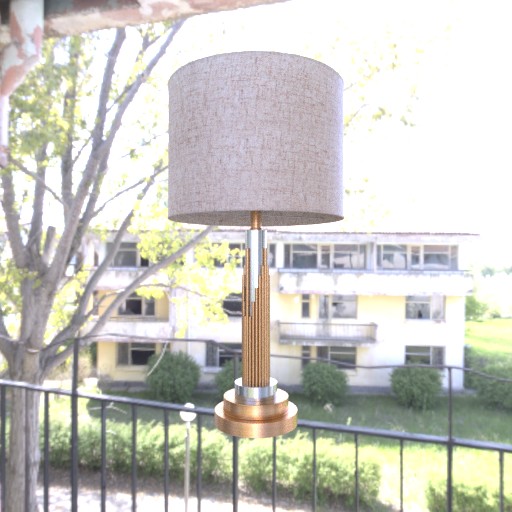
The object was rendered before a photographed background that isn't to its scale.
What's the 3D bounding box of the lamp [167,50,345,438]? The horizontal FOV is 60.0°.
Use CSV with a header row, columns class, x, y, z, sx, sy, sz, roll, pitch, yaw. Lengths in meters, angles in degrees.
class,x,y,z,sx,sy,sz,roll,pitch,yaw
lamp,0.000,0.000,0.819,0.321,0.610,0.321,0,0,18
